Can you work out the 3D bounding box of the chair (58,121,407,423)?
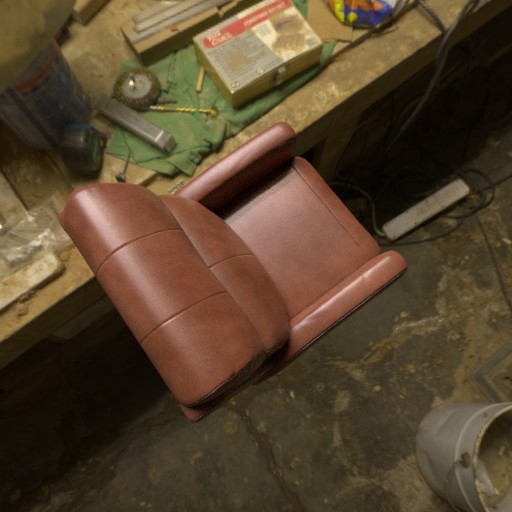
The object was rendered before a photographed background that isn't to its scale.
[{"bbox_3d":[0.000,0.000,1.680,0.939,1.016,0.787,-35,78,-9],"label":"chair"}]
